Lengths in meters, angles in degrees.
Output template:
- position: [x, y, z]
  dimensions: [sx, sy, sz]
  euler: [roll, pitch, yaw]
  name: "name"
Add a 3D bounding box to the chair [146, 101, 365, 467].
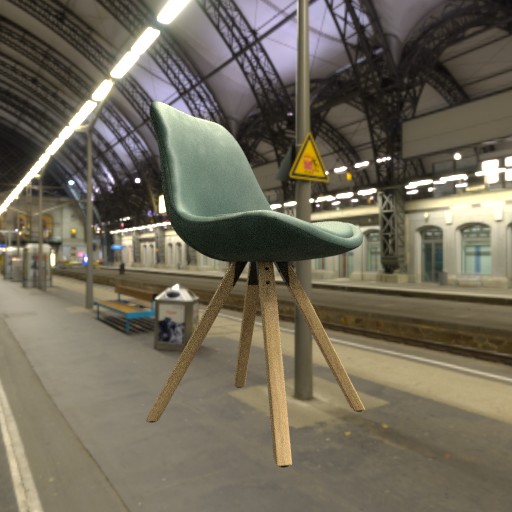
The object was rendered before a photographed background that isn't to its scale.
- position: [0.000, 0.000, 1.201]
  dimensions: [0.547, 0.865, 0.483]
  euler: [0, 0, 35]
  name: "chair"
